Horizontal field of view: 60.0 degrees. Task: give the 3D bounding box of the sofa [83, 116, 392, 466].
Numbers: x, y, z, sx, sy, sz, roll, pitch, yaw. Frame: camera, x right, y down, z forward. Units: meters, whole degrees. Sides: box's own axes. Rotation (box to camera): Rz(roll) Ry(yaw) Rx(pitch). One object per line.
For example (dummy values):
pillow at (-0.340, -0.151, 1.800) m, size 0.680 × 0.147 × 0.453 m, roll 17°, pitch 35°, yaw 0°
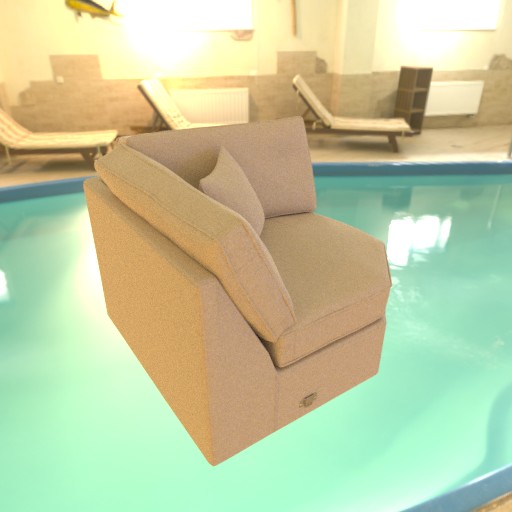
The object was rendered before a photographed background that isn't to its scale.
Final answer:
sofa at (0.000, 0.000, 1.839) m, size 1.042 × 0.937 × 1.050 m, roll -17°, pitch 32°, yaw -29°
